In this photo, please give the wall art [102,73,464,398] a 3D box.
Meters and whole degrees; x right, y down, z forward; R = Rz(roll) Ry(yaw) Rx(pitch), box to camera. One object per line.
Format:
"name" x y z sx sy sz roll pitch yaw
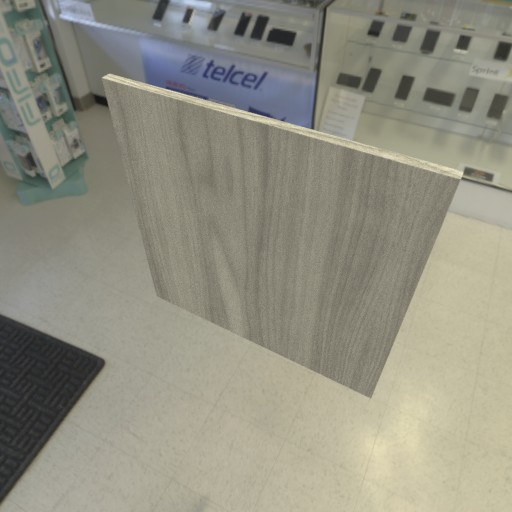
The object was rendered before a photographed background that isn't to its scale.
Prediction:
"wall art" 0.000 0.000 0.746 0.508 0.507 0.016 22 50 20
